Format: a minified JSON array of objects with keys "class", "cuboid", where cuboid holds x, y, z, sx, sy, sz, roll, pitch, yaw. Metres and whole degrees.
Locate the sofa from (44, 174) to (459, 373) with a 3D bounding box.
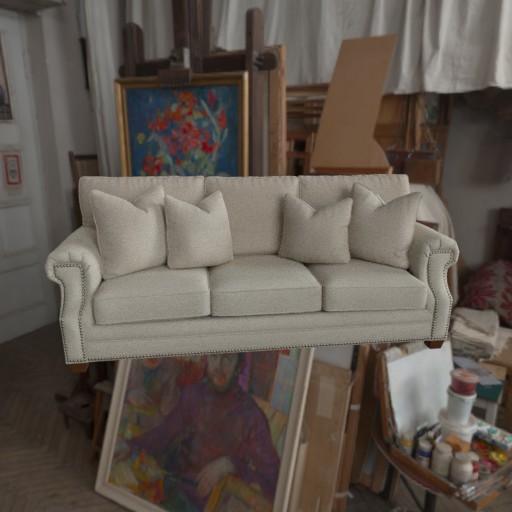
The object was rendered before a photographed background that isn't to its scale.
[{"class":"sofa","cuboid":[0.000,0.000,2.789,2.312,0.975,0.965,-2,16,-7]}]
